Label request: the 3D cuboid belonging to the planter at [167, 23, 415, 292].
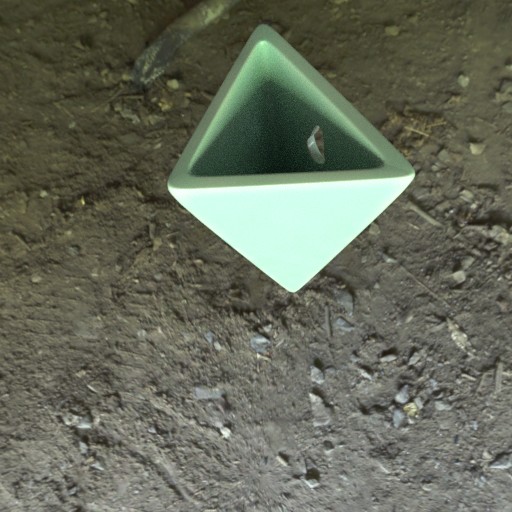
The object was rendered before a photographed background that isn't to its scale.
[{"bbox_3d":[0.000,0.000,0.216,0.064,0.178,0.080,-31,68,-14],"label":"planter"}]
